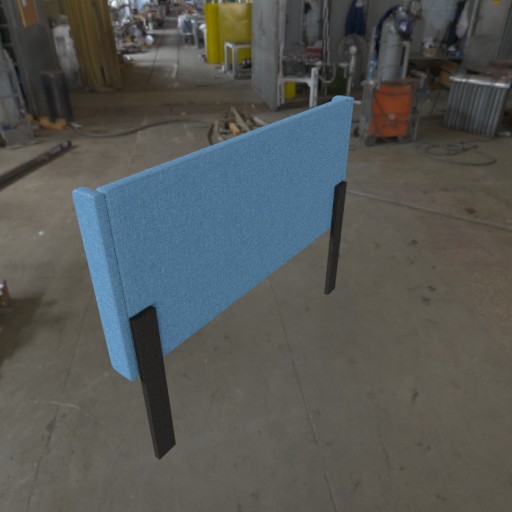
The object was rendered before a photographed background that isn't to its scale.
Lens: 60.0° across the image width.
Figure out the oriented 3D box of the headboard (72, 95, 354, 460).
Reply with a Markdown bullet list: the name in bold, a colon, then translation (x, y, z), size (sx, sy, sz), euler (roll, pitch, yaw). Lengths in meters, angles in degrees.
- **headboard**: translation (0.000, 0.000, 2.683), size (0.184, 1.524, 2.051), euler (21, 37, 31)
